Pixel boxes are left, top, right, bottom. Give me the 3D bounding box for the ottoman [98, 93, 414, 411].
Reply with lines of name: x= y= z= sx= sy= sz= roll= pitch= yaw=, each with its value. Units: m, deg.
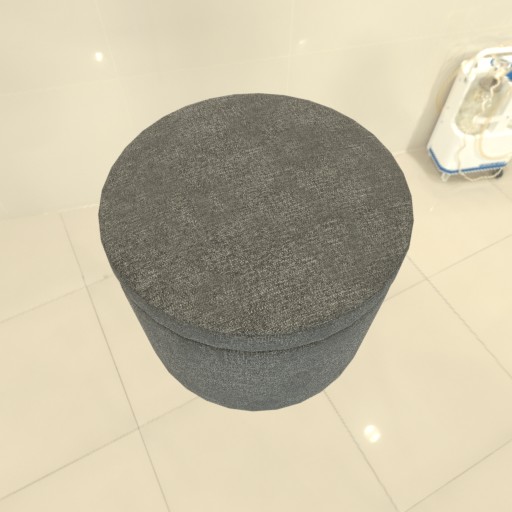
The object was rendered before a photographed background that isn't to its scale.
ottoman: x=0.000 y=0.000 z=0.864 sx=0.500 sy=0.419 sz=0.500 roll=0 pitch=57 yaw=0
